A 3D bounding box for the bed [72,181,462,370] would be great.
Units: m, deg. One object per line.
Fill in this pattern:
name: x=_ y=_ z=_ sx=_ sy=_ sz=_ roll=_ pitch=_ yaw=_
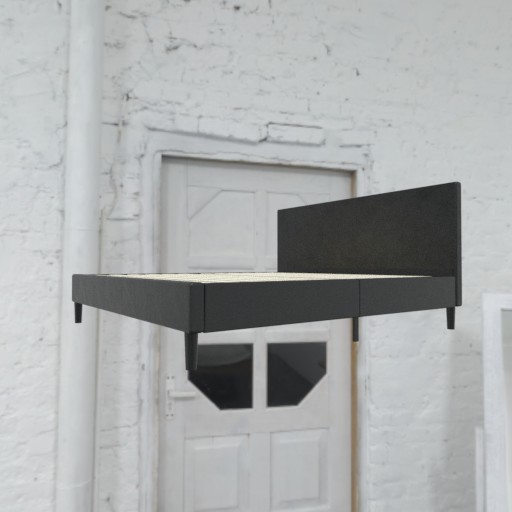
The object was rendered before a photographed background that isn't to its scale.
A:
bed: x=0.000 y=0.000 z=3.333 sx=2.152 sy=1.046 sz=2.018 roll=1 pitch=-1 yaw=-36
